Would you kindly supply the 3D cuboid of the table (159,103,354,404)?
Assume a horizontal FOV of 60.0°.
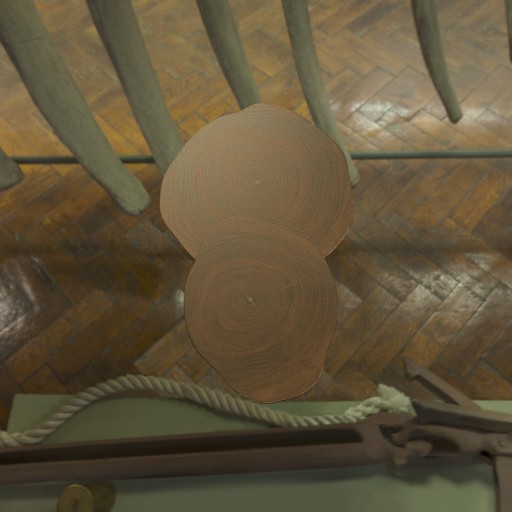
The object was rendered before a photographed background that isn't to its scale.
[{"bbox_3d":[0.000,0.000,1.075,0.442,0.538,0.759,0,64,0],"label":"table"}]
